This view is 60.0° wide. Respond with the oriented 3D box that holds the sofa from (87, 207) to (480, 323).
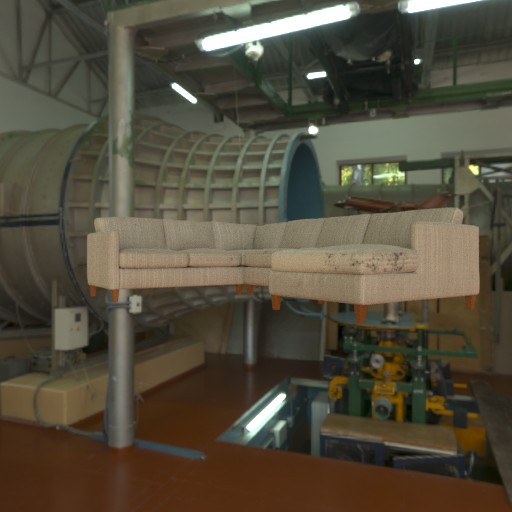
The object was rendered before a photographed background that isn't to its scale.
[{"bbox_3d":[0.000,0.000,4.658,2.594,0.961,3.460,0,0,-35],"label":"sofa"}]
